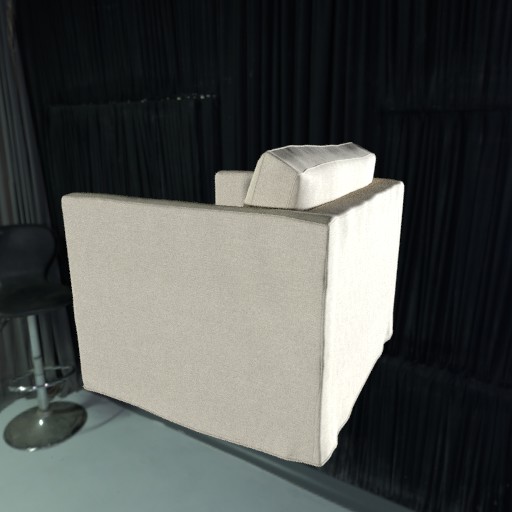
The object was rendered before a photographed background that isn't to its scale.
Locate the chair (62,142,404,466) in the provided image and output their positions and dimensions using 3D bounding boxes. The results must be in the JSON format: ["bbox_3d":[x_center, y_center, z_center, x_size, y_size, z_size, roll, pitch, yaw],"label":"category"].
[{"bbox_3d":[0.000,0.000,1.748,0.949,0.867,1.057,8,18,26],"label":"chair"}]
